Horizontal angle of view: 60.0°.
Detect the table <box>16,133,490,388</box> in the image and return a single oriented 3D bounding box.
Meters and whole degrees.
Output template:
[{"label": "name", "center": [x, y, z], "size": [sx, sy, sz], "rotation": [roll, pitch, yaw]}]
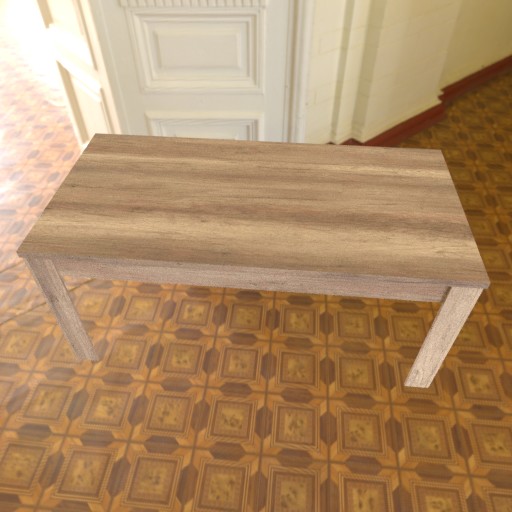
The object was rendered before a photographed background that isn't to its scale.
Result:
[{"label": "table", "center": [0.000, 0.000, 2.269], "size": [1.800, 0.790, 0.900], "rotation": [4, 45, 4]}]
